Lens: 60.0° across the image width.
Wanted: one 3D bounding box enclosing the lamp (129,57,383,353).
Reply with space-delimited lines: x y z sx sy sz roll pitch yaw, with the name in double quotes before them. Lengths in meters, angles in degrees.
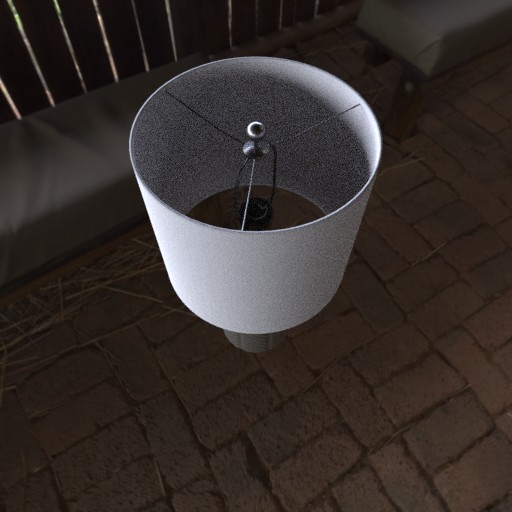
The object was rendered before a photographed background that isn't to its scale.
"lamp" 0.000 0.000 0.517 0.203 0.389 0.203 31 63 18
